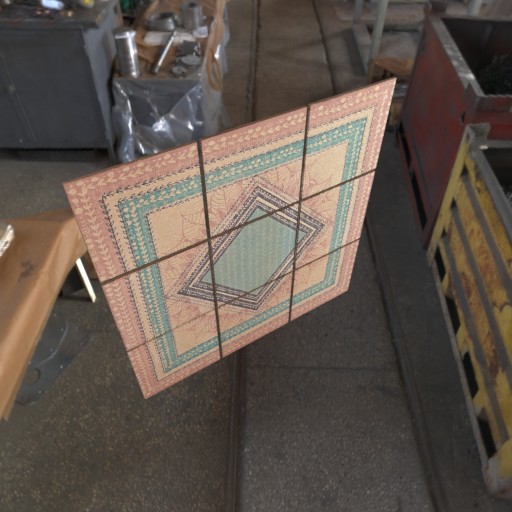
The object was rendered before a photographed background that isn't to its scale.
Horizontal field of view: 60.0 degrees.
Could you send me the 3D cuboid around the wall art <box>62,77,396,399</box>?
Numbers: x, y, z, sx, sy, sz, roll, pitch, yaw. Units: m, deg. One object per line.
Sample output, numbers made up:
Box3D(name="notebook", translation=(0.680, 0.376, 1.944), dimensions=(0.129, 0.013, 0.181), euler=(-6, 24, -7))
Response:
Box3D(name="wall art", translation=(0.000, 0.000, 2.307), dimensions=(1.527, 1.525, 0.014), euler=(-24, 51, -22))
